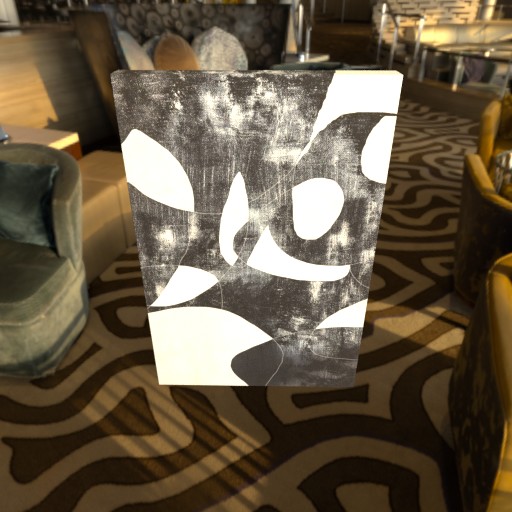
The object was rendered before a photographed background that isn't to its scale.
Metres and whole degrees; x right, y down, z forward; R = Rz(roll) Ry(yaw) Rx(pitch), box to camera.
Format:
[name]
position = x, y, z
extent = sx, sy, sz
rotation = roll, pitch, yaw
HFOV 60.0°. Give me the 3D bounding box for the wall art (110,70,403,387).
[wall art]
position = 0.000, 0.000, 0.787
extent = 0.407, 0.610, 0.039
rotation = 1, 31, 1
